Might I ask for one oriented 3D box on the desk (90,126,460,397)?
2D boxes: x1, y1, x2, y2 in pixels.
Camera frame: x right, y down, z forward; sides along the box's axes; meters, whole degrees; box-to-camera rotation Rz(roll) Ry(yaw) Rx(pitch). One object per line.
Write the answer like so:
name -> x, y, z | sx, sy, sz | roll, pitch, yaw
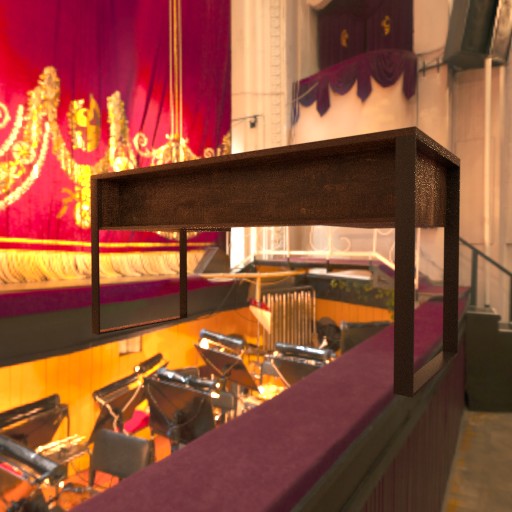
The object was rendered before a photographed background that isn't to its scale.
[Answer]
desk -> 0.000, 0.000, 1.932 | 1.524, 0.762, 0.599 | 1, 2, 36
